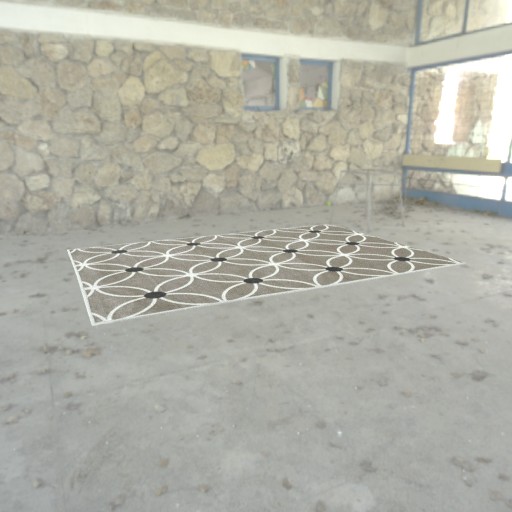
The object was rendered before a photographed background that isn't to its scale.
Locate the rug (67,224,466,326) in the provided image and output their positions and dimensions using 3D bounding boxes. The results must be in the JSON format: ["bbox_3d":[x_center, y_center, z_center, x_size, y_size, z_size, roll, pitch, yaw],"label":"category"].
[{"bbox_3d":[0.000,0.000,3.018,2.284,0.008,1.522,-7,16,-25],"label":"rug"}]
